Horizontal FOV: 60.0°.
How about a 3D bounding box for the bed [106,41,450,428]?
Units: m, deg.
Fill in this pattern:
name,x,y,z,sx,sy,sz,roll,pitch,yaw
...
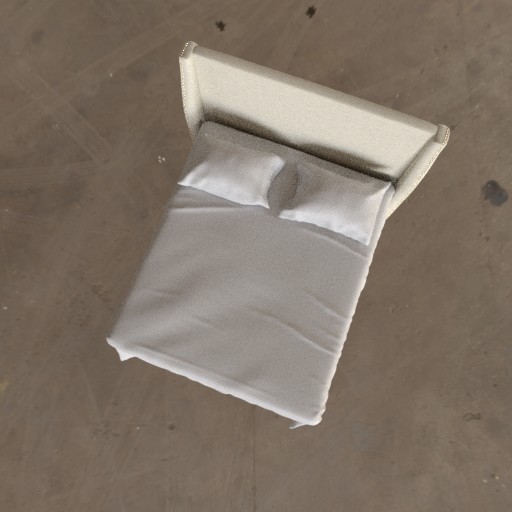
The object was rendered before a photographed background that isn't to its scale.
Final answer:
name,x,y,z,sx,sy,sz,roll,pitch,yaw
bed,0.000,0.000,3.382,1.925,1.332,2.276,20,77,5
